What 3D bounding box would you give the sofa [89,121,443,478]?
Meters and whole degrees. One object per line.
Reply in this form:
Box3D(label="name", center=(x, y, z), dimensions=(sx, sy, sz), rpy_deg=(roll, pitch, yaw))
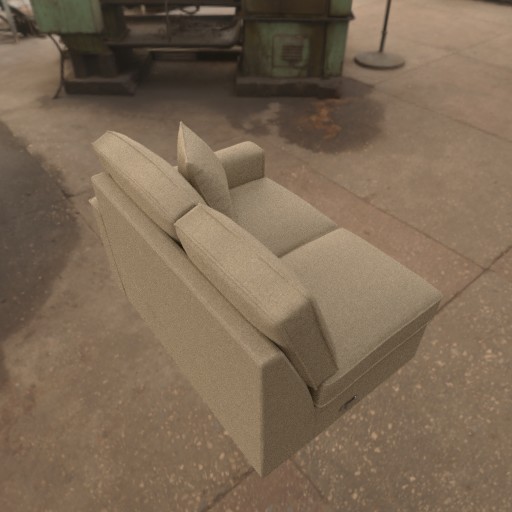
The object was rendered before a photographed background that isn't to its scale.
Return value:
Box3D(label="sofa", center=(0.000, 0.000, 2.042), dimensions=(0.991, 0.989, 1.388), rpy_deg=(-27, 49, -27))
